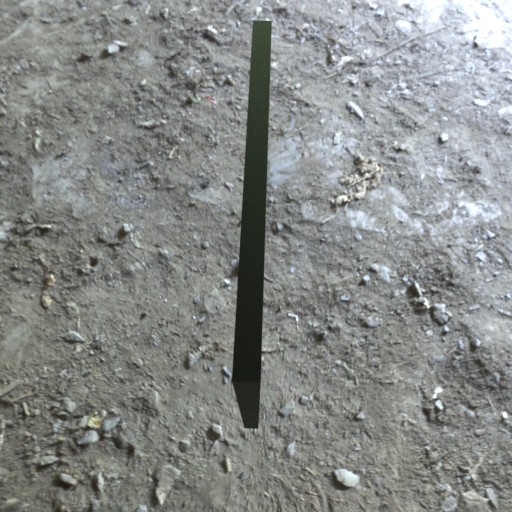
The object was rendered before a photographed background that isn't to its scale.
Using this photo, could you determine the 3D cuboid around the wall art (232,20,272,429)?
[{"bbox_3d":[0.000,0.000,0.761,0.028,0.511,0.513,2,64,1],"label":"wall art"}]
